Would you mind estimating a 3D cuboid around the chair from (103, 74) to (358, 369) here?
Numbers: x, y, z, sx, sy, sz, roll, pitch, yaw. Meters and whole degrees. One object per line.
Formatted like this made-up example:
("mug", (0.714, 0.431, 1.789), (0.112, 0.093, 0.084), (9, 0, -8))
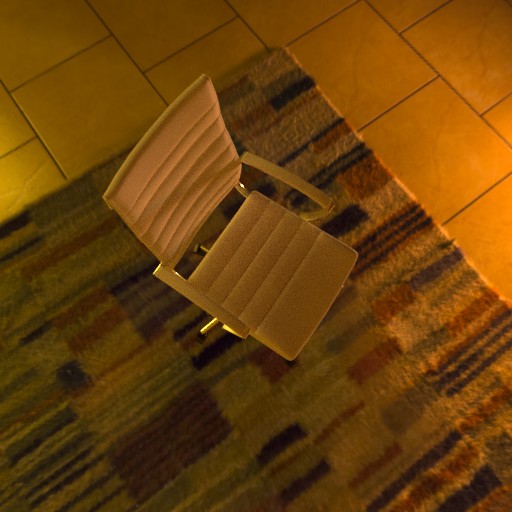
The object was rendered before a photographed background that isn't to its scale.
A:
("chair", (0.000, 0.000, 1.658), (0.739, 1.149, 0.766), (33, 77, 9))
